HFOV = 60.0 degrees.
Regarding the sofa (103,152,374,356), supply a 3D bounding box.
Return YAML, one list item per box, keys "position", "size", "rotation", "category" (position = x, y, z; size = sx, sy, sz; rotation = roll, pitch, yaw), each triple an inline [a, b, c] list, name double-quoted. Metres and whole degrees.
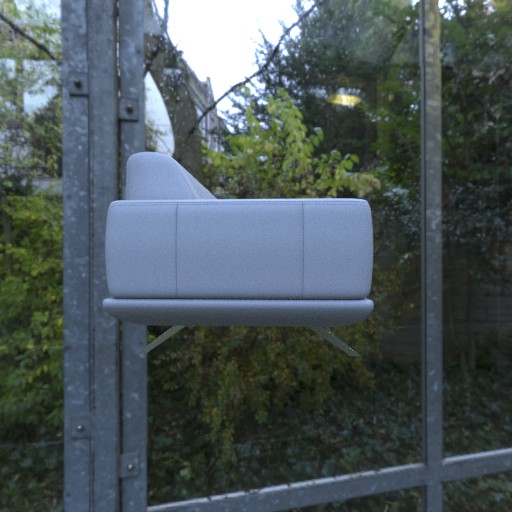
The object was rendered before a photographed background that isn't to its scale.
- position: [0.000, 0.000, 2.353]
  size: [0.900, 0.772, 1.901]
  rotation: [0, -1, 4]
  category: "sofa"
